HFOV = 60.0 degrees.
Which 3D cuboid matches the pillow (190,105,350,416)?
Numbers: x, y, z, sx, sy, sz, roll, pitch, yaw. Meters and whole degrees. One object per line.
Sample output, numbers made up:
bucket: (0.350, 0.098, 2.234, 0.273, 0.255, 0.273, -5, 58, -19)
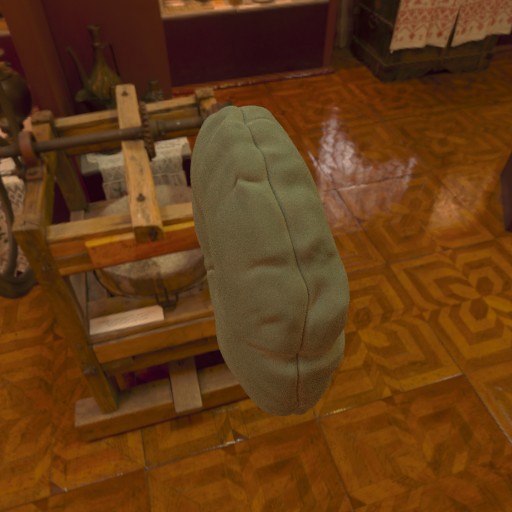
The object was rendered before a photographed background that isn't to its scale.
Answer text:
pillow: (0.000, 0.000, 0.630, 0.148, 0.407, 0.428, -11, 47, -10)
